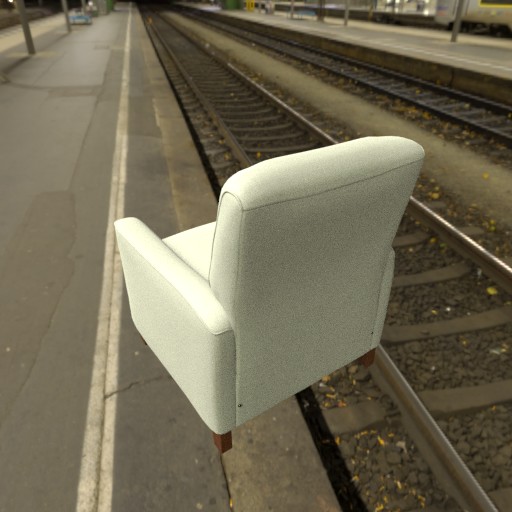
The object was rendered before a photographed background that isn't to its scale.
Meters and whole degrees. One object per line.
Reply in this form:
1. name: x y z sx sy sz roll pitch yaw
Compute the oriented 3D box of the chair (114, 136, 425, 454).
1. chair: 0.000 0.000 1.695 0.853 1.007 0.846 -20 36 -29
